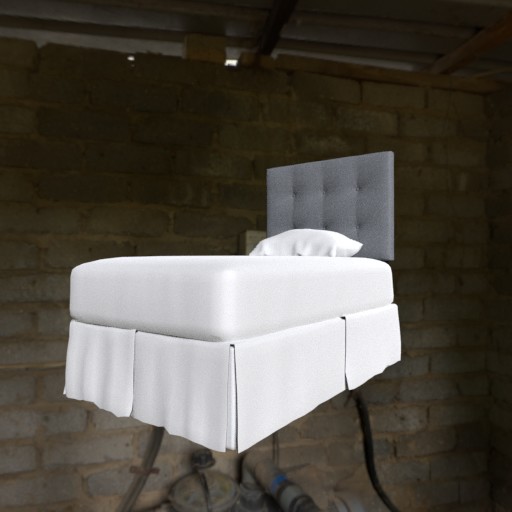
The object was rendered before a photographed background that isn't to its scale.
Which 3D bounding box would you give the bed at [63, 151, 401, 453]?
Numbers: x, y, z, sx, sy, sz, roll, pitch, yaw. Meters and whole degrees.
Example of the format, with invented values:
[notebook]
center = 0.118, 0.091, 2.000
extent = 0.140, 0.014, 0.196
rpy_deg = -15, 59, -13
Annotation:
[bed]
center = 0.000, 0.000, 2.870
extent = 1.261, 1.571, 1.997
rpy_deg = 0, 0, 37
